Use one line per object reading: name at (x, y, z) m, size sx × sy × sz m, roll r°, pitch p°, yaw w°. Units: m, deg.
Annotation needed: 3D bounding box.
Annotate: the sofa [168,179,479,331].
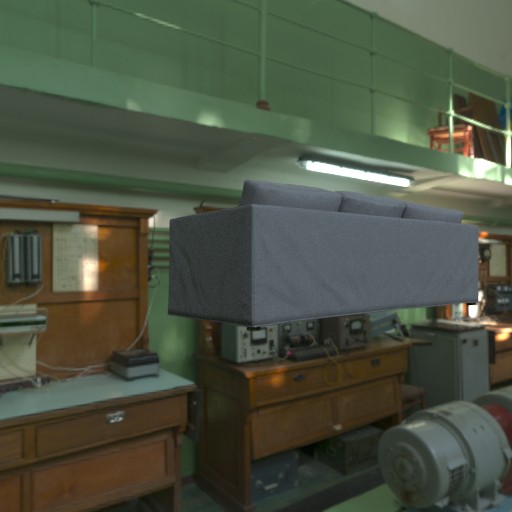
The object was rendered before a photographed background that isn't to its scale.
sofa at (0.000, 0.000, 4.340) m, size 2.432 × 0.871 × 3.182 m, roll 0°, pitch -1°, yaw -37°
